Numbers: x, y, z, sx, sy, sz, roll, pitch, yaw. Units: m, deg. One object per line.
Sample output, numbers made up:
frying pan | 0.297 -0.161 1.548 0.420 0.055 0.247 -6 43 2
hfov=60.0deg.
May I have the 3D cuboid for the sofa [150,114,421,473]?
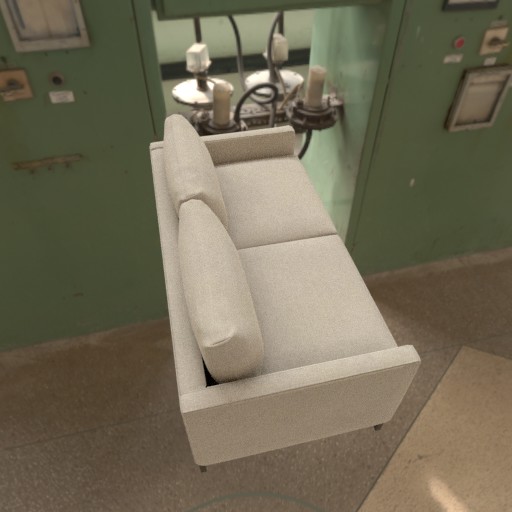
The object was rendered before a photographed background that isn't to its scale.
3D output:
sofa | 0.000 0.000 2.189 0.875 0.840 1.682 -9 47 -9
